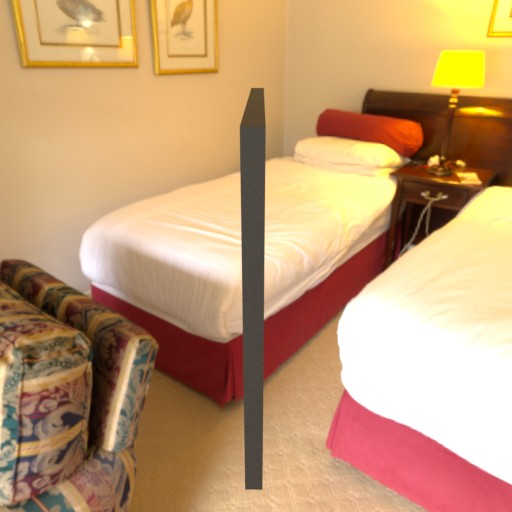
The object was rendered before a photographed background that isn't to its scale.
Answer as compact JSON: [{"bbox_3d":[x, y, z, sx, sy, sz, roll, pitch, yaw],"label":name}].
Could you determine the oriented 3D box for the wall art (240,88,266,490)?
[{"bbox_3d":[0.000,0.000,1.146,0.038,0.763,0.763,0,25,1],"label":"wall art"}]
